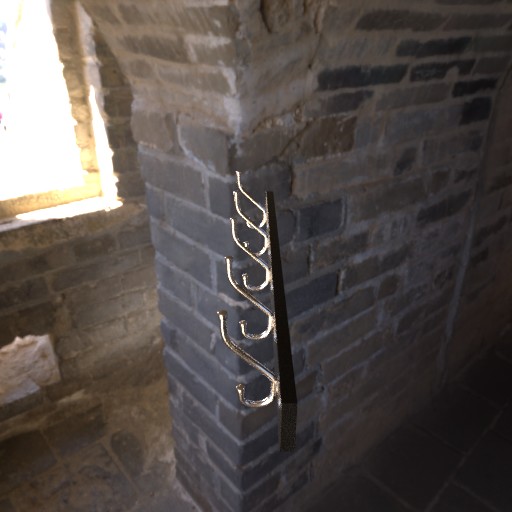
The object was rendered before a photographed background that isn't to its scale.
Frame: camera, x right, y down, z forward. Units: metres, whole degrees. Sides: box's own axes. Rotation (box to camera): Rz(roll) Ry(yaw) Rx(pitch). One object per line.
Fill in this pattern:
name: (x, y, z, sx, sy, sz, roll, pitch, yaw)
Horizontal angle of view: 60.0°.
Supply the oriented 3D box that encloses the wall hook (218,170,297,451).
wall hook: (0.000, 0.000, 0.637, 0.071, 0.117, 0.571, 0, 27, 0)
